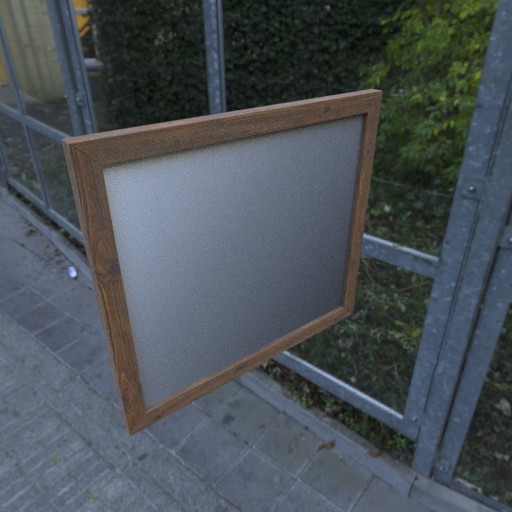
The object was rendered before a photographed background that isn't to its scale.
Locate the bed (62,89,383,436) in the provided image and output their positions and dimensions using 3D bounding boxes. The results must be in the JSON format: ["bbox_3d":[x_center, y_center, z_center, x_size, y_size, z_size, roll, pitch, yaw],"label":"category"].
[{"bbox_3d":[0.000,0.000,1.471,1.046,0.942,0.046,-21,36,-32],"label":"bed"}]
